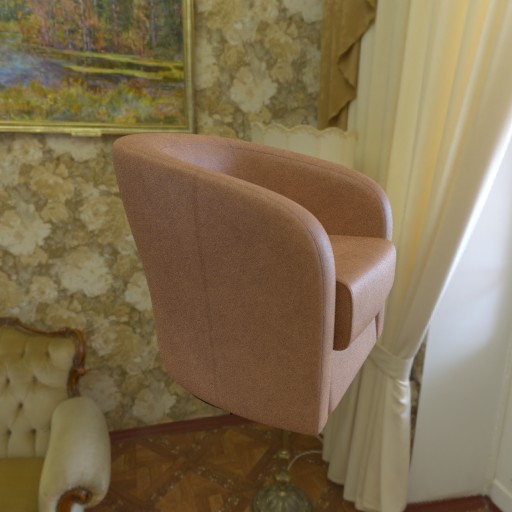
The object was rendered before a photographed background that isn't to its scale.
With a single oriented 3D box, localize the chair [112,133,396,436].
[{"bbox_3d":[0.000,0.000,1.437,0.815,0.771,0.791,8,17,27],"label":"chair"}]
